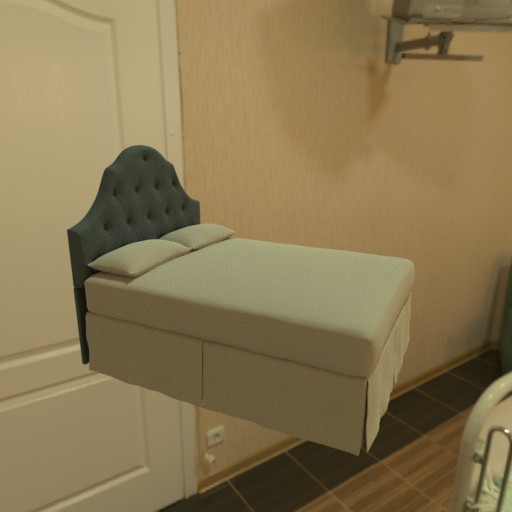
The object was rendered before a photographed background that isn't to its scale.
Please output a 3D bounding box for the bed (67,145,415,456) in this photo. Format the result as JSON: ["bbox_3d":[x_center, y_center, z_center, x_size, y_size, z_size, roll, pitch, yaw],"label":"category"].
[{"bbox_3d":[0.000,0.000,3.301,2.155,1.575,1.636,8,18,26],"label":"bed"}]
